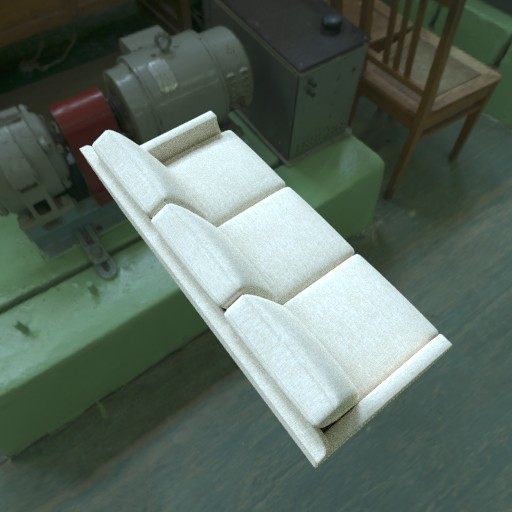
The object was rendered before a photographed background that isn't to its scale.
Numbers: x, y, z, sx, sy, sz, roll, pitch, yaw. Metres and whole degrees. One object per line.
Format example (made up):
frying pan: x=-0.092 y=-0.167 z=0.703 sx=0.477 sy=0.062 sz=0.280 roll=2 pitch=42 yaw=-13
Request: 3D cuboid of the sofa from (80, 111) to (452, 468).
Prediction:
sofa: x=0.000 y=0.000 z=2.699 sx=1.041 sy=0.940 sz=2.210 roll=-33 pitch=64 yaw=-18
